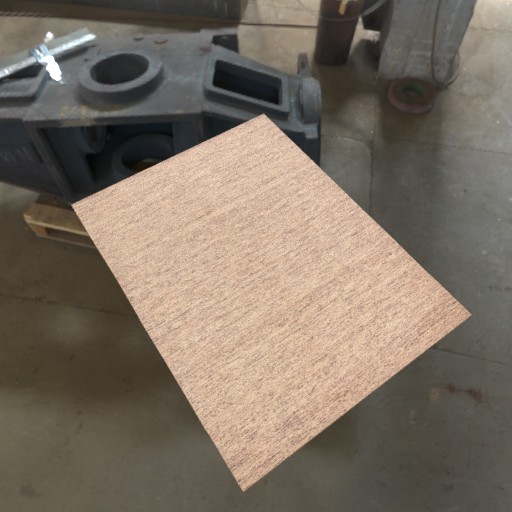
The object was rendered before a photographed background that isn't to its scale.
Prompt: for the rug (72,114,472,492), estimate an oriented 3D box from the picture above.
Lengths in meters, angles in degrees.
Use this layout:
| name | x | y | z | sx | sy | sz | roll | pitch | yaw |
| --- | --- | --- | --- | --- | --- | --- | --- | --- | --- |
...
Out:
| name | x | y | z | sx | sy | sz | roll | pitch | yaw |
| --- | --- | --- | --- | --- | --- | --- | --- | --- | --- |
| rug | 0.000 | 0.000 | 4.267 | 2.448 | 0.013 | 3.205 | -30 | 63 | -18 |
